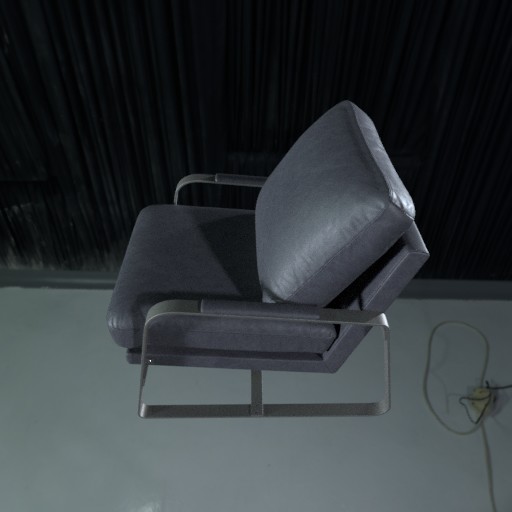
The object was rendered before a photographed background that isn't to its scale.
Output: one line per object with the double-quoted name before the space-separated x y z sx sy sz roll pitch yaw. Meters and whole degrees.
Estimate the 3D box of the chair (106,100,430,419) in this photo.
"chair" 0.000 0.000 1.473 0.878 0.839 0.692 0 41 0
